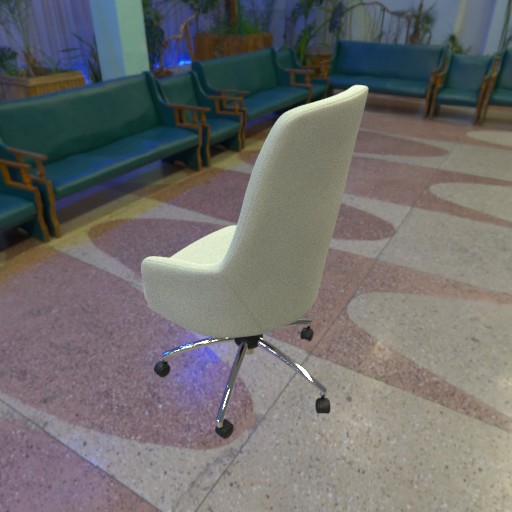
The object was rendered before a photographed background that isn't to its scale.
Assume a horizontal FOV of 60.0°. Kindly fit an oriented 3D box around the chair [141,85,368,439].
[{"bbox_3d":[0.000,0.000,1.425,0.640,1.049,0.620,19,36,29],"label":"chair"}]
